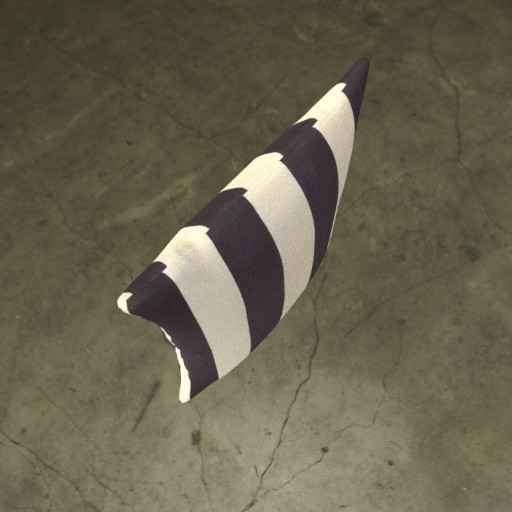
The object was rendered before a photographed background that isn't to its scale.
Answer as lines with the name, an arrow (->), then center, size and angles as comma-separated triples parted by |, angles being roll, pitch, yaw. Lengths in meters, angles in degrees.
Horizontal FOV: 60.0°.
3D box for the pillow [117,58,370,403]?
pillow -> 0.000, 0.000, 0.814 | 0.189, 0.526, 0.536 | 34, 67, 16
